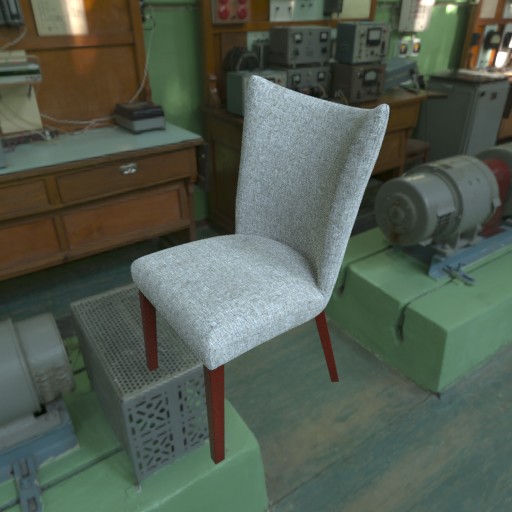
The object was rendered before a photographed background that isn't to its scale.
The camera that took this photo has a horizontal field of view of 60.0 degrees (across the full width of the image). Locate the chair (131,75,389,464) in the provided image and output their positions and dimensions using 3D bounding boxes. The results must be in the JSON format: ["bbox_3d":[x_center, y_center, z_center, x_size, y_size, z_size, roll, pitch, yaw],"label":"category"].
[{"bbox_3d":[0.000,0.000,1.327,0.623,0.924,0.535,-20,36,-30],"label":"chair"}]
